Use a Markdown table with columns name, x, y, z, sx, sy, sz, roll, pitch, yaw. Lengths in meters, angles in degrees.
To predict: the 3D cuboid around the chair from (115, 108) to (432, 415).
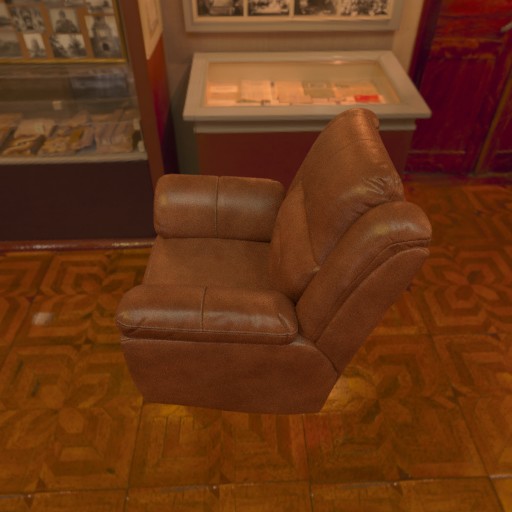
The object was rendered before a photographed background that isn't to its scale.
| name | x | y | z | sx | sy | sz | roll | pitch | yaw |
| --- | --- | --- | --- | --- | --- | --- | --- | --- | --- |
| chair | 0.000 | 0.000 | 1.898 | 1.041 | 1.093 | 0.990 | 0 | 41 | 0 |
